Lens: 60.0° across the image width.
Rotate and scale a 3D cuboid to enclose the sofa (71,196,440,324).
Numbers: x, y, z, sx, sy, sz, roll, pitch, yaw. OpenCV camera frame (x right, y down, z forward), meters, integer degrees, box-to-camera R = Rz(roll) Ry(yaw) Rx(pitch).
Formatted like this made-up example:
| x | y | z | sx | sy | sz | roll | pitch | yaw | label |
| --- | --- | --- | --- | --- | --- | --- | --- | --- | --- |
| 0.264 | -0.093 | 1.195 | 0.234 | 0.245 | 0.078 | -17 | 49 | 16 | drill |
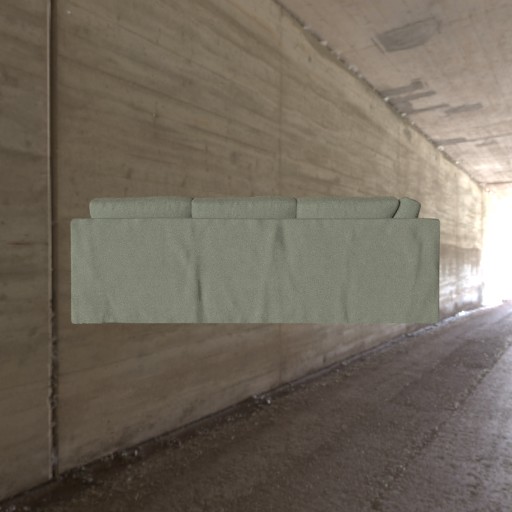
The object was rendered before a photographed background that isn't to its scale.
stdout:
| x | y | z | sx | sy | sz | roll | pitch | yaw | label |
| --- | --- | --- | --- | --- | --- | --- | --- | --- | --- |
| 0.000 | 0.000 | 4.592 | 2.440 | 0.869 | 3.434 | 0 | 0 | 0 | sofa |
